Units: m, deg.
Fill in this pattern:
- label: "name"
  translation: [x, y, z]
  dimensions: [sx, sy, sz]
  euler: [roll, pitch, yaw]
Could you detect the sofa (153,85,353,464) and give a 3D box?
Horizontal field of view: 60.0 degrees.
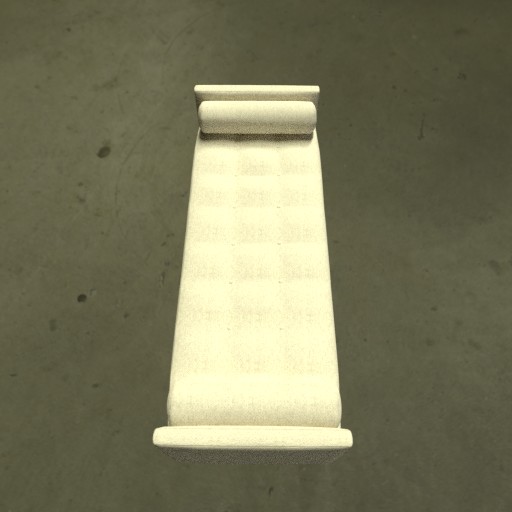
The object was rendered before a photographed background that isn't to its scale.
- label: "sofa"
  translation: [0.000, 0.000, 2.493]
  dimensions: [0.797, 0.655, 2.102]
  euler: [0, 60, 0]
